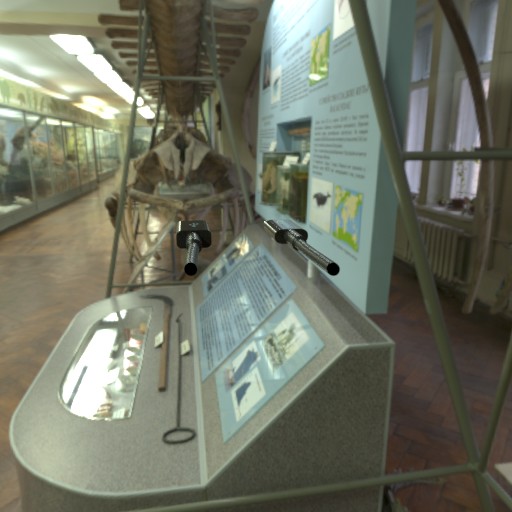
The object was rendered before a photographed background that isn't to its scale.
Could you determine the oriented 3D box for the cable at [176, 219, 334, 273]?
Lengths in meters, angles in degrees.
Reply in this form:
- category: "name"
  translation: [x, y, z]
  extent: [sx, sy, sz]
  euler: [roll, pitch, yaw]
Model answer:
- category: "cable"
  translation: [0.000, 0.000, 0.112]
  extent: [0.040, 0.006, 0.098]
  euler: [-2, 14, -9]
